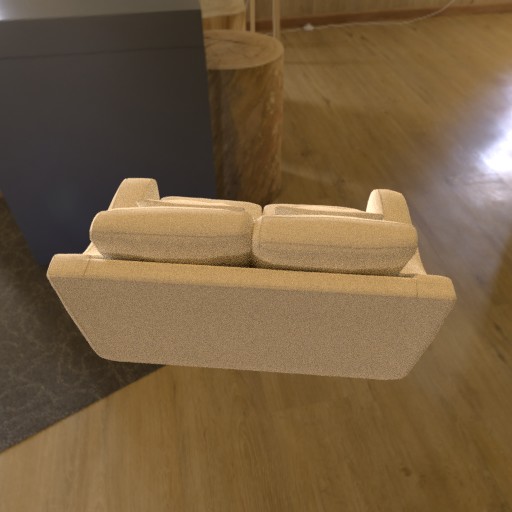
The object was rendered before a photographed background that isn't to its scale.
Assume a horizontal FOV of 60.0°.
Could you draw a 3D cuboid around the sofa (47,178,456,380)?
[{"bbox_3d":[0.000,0.000,2.408,1.744,1.047,1.040,3,47,3],"label":"sofa"}]
